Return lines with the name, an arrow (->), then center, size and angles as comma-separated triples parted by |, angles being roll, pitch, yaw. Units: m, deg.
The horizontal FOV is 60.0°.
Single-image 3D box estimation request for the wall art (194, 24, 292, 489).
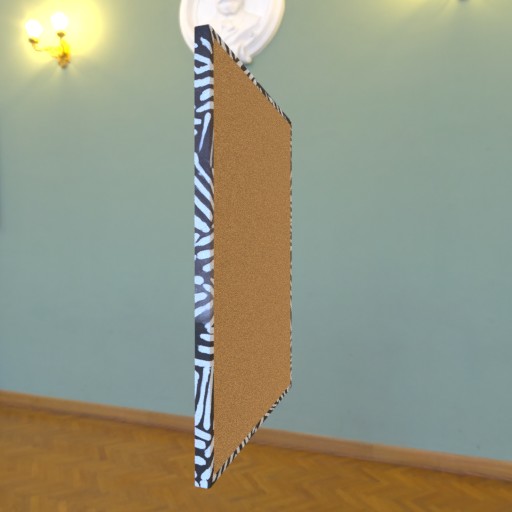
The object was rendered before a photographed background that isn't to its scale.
wall art -> 0.000, 0.000, 1.335 | 0.038, 1.017, 0.765 | 0, 1, 18
